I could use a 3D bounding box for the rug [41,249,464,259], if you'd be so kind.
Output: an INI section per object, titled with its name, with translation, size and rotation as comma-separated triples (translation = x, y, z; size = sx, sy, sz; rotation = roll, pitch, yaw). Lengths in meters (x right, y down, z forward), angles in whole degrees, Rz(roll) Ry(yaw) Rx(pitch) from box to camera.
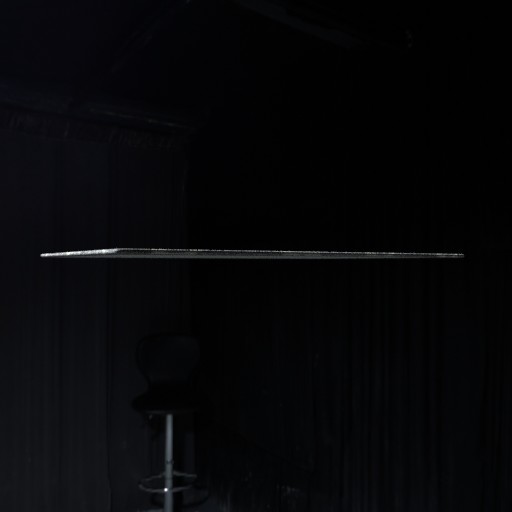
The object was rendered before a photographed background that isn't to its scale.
[rug]
translation = 0.000, 0.000, 3.376
size = 2.701, 0.026, 1.801
rotation = 0, -1, -35
